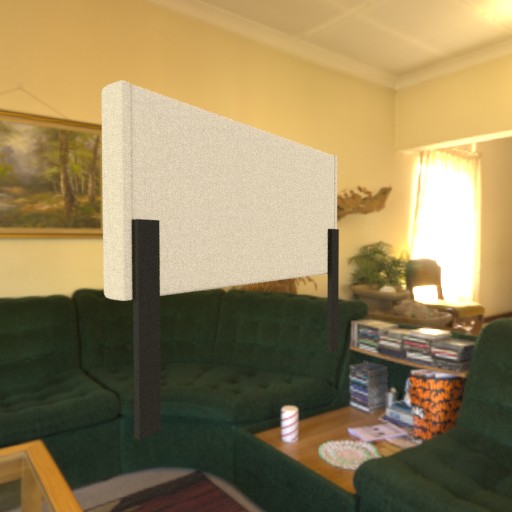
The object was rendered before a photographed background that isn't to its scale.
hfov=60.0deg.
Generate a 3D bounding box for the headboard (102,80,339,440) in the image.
[{"bbox_3d":[0.000,0.000,2.725,0.184,1.524,2.051,1,2,36],"label":"headboard"}]
